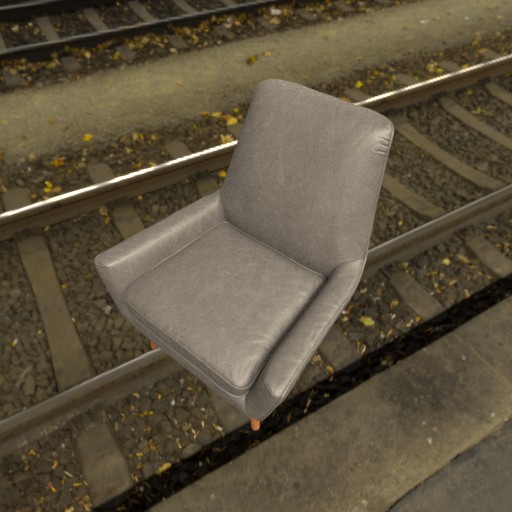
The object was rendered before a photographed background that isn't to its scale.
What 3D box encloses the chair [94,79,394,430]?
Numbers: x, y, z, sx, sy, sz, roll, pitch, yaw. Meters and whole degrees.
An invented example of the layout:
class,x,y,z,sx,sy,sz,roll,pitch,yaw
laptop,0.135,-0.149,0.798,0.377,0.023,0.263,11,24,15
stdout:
class,x,y,z,sx,sy,sz,roll,pitch,yaw
chair,0.000,0.000,1.545,0.787,0.888,0.822,30,54,25
